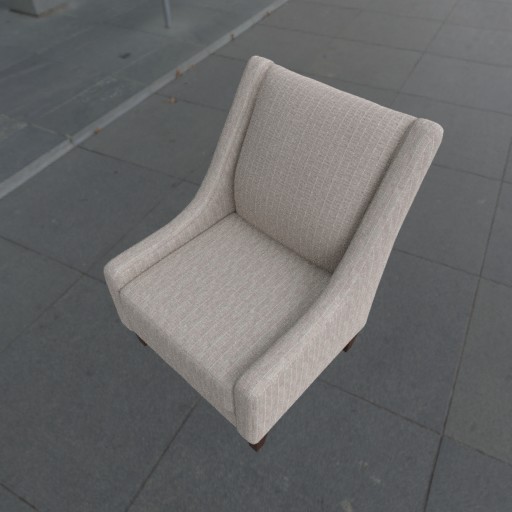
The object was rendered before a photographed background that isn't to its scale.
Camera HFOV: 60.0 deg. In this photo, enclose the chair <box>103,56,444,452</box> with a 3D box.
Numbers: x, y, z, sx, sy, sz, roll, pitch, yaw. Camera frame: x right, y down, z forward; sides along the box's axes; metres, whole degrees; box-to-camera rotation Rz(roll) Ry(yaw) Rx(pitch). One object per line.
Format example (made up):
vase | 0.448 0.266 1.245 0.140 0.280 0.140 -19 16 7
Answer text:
chair | 0.000 0.000 1.617 0.774 1.014 0.870 34 55 28
